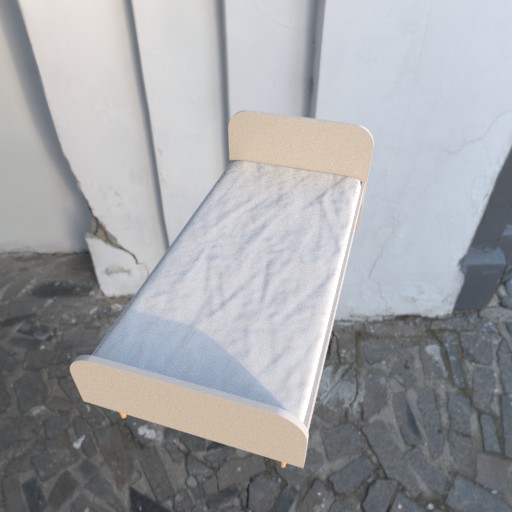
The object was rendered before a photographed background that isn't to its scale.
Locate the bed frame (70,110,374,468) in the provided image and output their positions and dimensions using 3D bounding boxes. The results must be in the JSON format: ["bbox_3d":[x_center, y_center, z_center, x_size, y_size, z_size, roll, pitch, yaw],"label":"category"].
[{"bbox_3d":[0.000,0.000,2.457,0.998,0.805,1.963,11,42,13],"label":"bed frame"}]
